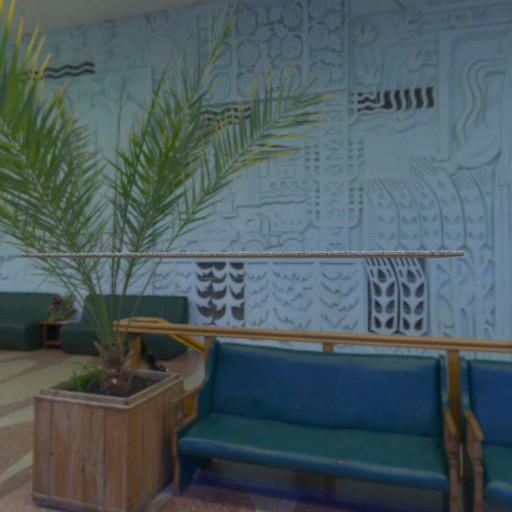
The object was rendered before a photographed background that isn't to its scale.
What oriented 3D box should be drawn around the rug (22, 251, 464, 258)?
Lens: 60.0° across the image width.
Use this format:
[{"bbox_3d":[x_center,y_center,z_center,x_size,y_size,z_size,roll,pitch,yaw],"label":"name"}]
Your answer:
[{"bbox_3d":[0.000,0.000,3.383,2.699,0.025,1.800,0,-1,19],"label":"rug"}]
